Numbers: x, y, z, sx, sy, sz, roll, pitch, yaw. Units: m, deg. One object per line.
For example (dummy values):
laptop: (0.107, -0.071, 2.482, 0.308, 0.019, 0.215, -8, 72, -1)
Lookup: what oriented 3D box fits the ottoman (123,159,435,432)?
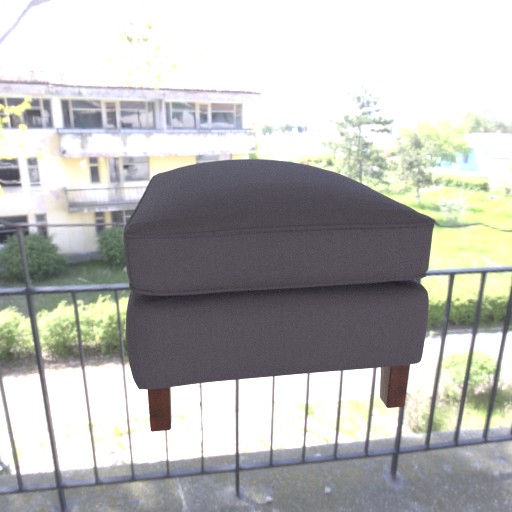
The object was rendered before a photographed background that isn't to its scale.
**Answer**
ottoman: (0.000, 0.000, 0.983, 0.508, 0.406, 0.686, -3, 17, -8)
